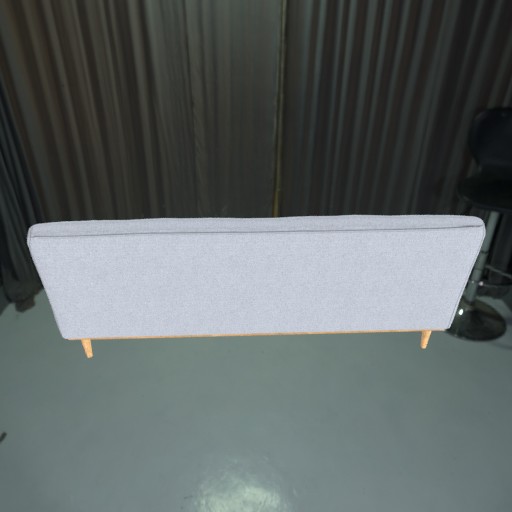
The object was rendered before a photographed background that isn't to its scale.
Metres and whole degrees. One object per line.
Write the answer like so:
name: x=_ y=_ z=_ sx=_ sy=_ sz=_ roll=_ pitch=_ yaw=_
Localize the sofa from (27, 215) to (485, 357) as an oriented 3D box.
sofa: x=0.000 y=0.000 z=2.508 sx=2.057 sy=0.871 sz=0.978 roll=-1 pitch=30 yaw=-2
